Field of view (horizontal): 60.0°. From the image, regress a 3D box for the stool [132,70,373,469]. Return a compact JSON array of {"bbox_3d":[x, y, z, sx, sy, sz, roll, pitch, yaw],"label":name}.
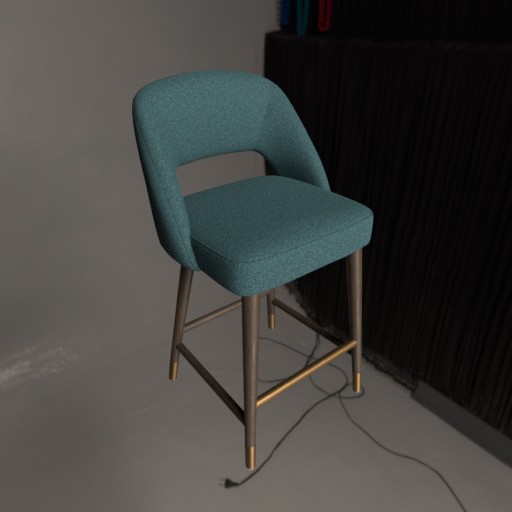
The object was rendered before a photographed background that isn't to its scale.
[{"bbox_3d":[0.000,0.000,1.262,0.536,0.939,0.522,-21,35,-33],"label":"stool"}]
